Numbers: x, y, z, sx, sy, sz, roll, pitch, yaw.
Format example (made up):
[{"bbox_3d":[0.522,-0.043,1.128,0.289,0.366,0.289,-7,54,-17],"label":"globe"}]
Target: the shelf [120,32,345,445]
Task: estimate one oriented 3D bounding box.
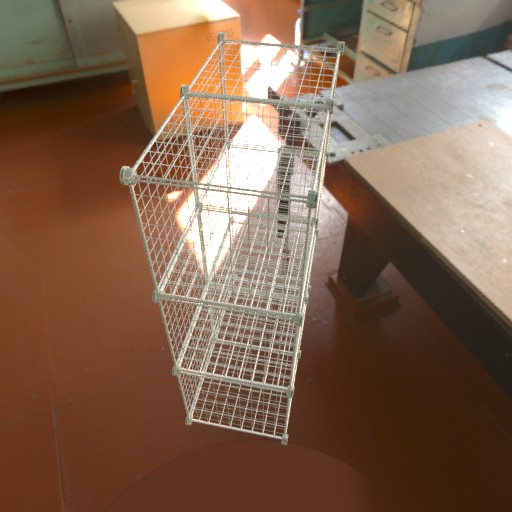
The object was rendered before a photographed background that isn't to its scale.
[{"bbox_3d":[0.000,0.000,1.387,0.356,1.067,0.711,8,46,8],"label":"shelf"}]
